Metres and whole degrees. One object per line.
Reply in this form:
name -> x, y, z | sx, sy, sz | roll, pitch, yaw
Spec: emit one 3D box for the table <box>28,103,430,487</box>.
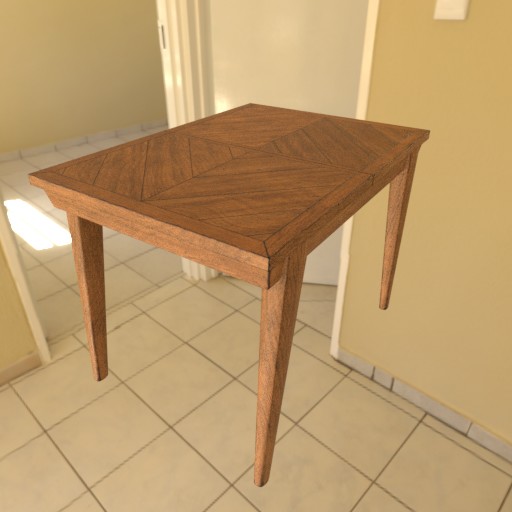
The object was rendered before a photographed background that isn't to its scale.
table -> 0.000, 0.000, 1.545 | 0.757, 0.760, 1.027 | 19, 36, 29
